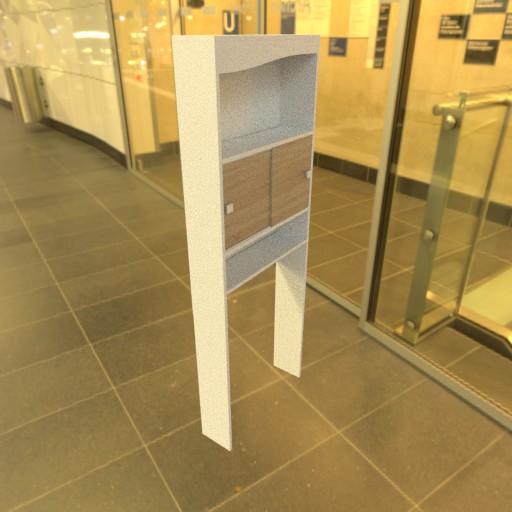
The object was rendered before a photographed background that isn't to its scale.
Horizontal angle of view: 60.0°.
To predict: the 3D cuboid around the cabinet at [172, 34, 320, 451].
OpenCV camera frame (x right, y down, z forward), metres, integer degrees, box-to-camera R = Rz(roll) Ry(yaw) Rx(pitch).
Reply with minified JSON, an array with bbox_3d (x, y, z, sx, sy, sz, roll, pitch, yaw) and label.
[{"bbox_3d":[0.000,0.000,1.983,0.192,1.770,0.643,18,32,32],"label":"cabinet"}]
